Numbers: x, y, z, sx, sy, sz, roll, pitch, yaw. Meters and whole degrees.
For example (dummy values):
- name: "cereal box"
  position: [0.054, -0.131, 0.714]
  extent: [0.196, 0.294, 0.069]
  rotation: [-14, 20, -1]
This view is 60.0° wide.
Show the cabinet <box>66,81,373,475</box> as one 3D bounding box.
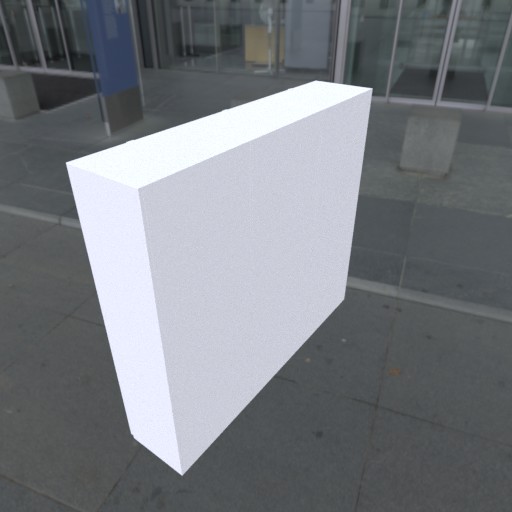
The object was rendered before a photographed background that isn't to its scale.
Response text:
- name: "cabinet"
  position: [0.000, 0.000, 3.811]
  extent: [0.590, 2.370, 2.700]
  rotation: [22, 38, 30]
